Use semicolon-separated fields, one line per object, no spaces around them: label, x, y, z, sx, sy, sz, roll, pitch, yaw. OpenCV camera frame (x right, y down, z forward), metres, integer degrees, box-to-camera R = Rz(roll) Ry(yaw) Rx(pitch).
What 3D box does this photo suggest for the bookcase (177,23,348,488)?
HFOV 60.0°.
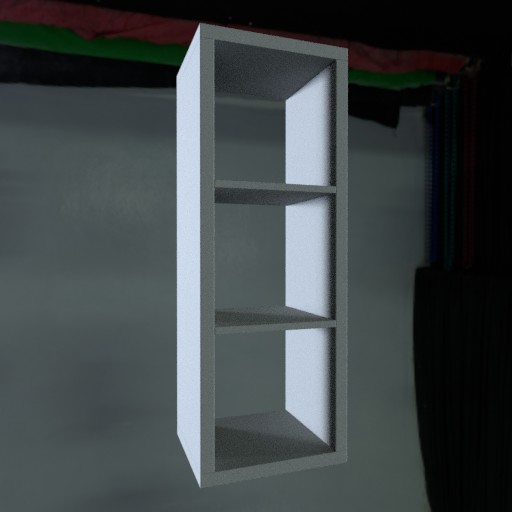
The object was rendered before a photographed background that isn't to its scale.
bookcase;0.000;0.000;1.247;0.390;1.080;0.330;0;1;-19
